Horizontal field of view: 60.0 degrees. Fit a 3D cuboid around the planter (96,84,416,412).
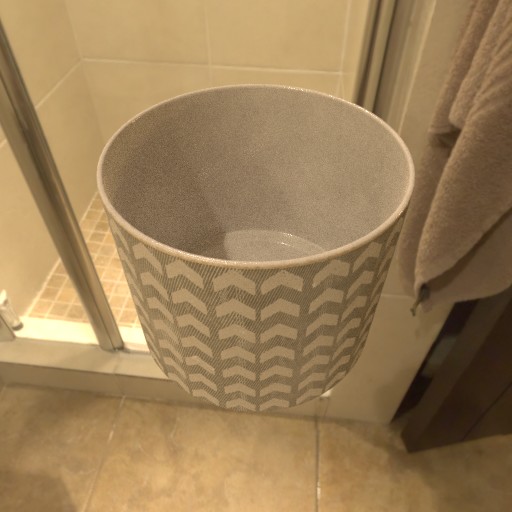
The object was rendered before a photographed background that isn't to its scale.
[{"bbox_3d":[0.000,0.000,0.442,0.250,0.239,0.250,0,46,0],"label":"planter"}]
